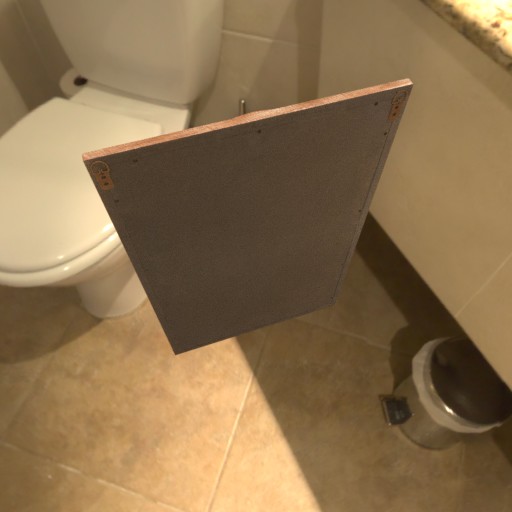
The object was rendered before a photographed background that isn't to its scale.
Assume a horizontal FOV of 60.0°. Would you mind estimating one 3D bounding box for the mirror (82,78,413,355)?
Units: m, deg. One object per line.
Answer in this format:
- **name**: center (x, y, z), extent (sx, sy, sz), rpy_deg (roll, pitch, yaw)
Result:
- **mirror**: center (0.000, 0.000, 0.973), extent (0.495, 0.787, 0.058), rpy_deg (-16, 60, -10)
